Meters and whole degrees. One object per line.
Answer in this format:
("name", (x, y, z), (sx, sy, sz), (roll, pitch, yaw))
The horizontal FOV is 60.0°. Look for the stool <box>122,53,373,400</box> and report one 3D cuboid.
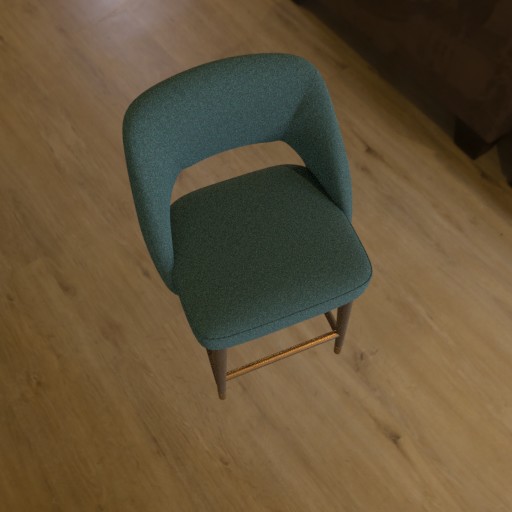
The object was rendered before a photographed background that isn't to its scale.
("stool", (0.000, 0.000, 1.256), (0.536, 0.939, 0.522), (-19, 65, -9))
